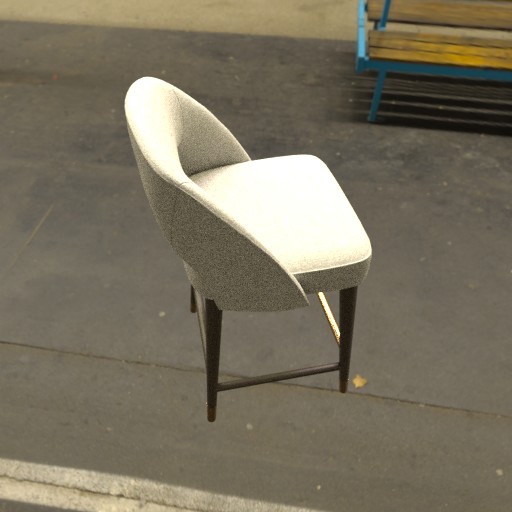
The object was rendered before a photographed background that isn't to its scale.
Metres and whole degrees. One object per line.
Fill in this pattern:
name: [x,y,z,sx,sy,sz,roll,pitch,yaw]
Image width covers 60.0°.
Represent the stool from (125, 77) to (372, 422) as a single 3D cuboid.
stool: [0.000,0.000,1.208,0.509,0.940,0.494,-9,47,-9]
